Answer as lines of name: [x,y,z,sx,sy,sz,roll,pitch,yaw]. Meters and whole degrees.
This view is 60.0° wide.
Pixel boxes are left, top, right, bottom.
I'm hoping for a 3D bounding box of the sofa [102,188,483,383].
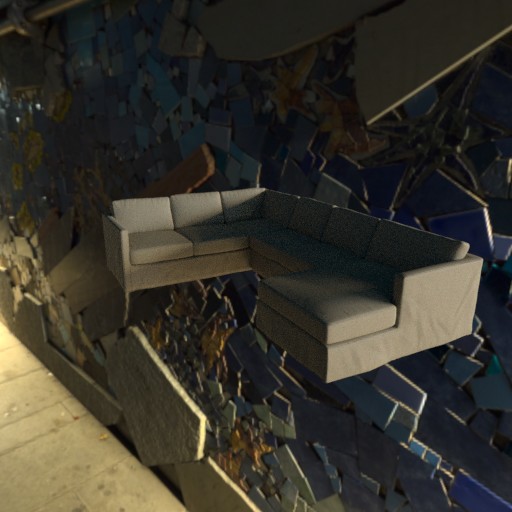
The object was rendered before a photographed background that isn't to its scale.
sofa: [0.000,0.000,4.592,2.427,0.882,3.460,-9,20,-27]
